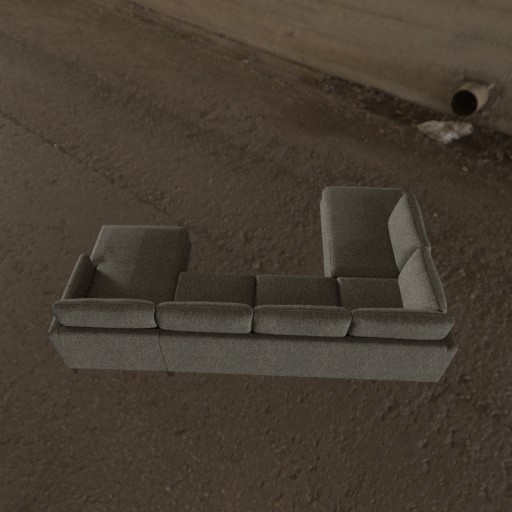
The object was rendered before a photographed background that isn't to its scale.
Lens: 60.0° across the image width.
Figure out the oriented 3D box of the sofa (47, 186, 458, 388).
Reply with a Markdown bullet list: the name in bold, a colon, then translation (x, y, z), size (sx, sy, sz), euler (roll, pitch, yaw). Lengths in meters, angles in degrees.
- **sofa**: translation (0.000, 0.000, 3.636), size (2.737, 0.756, 1.879), euler (2, 47, 2)
